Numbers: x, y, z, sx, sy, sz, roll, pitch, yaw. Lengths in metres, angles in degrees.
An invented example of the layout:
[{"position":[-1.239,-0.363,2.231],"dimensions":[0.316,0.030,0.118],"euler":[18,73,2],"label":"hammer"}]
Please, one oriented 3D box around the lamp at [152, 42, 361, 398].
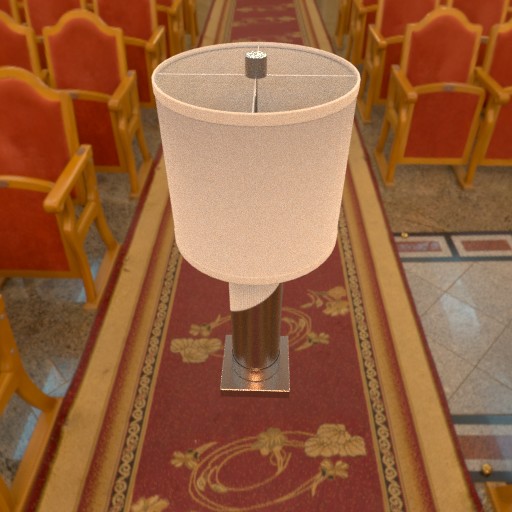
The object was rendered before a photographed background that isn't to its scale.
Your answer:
[{"position":[0.000,0.000,0.591],"dimensions":[0.202,0.509,0.202],"euler":[1,41,1],"label":"lamp"}]
